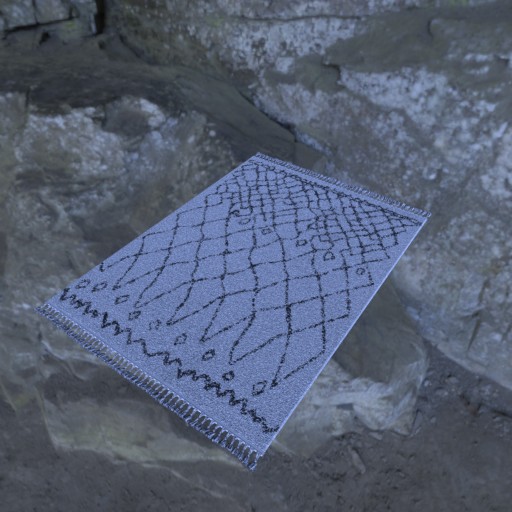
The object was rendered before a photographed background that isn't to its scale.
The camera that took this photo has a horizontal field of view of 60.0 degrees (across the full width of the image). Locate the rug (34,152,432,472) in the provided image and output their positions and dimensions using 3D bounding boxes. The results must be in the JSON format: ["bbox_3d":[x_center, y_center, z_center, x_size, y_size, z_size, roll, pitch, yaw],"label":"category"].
[{"bbox_3d":[0.000,0.000,2.987,1.613,0.017,2.312,25,48,25],"label":"rug"}]
